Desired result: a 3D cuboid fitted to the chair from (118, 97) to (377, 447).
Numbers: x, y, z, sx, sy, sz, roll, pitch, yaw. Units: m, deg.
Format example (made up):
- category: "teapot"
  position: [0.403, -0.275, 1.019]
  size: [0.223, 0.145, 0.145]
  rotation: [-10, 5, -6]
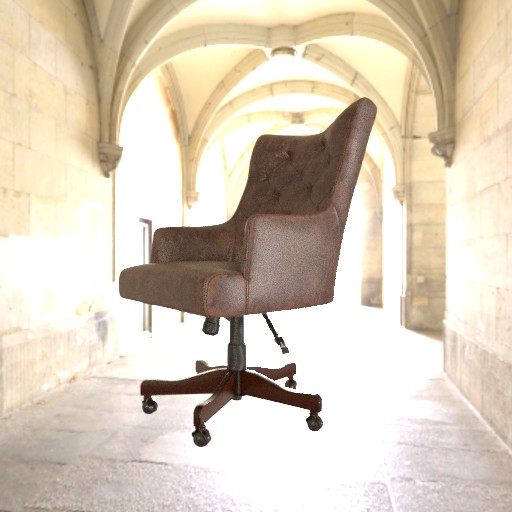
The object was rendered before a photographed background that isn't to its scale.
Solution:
- category: "chair"
  position: [0.000, 0.000, 1.523]
  size: [0.762, 1.035, 0.641]
  rotation: [0, 0, -36]
